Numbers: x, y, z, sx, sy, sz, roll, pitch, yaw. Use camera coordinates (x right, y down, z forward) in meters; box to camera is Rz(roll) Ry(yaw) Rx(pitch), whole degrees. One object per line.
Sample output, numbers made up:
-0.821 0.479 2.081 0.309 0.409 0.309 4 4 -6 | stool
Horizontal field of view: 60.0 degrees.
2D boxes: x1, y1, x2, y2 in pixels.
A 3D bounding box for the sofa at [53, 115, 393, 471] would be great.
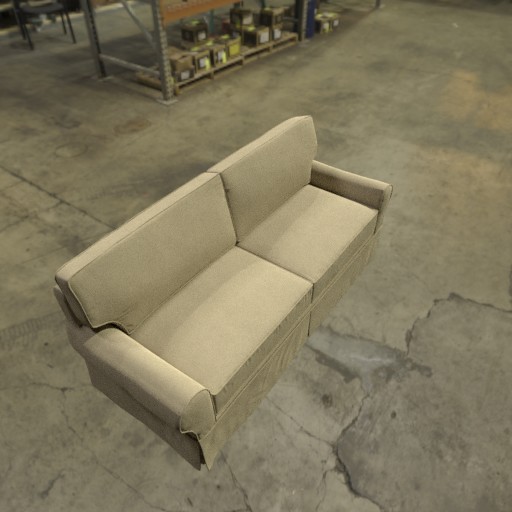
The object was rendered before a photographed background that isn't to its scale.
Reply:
0.000 0.000 2.757 0.900 1.014 2.246 26 48 26 | sofa
